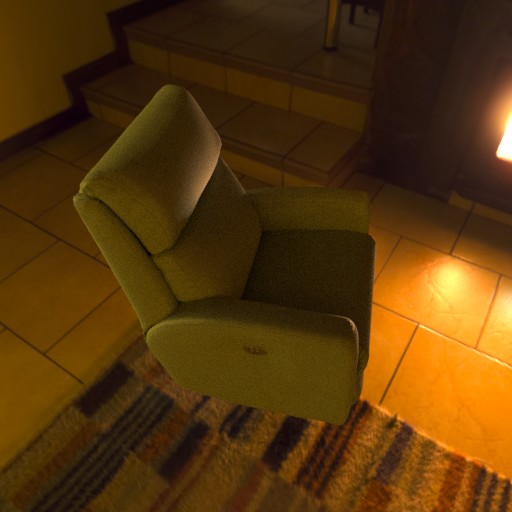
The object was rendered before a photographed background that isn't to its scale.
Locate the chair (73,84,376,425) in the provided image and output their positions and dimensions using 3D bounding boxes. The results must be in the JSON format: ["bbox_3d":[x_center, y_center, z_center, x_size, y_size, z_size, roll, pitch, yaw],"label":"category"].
[{"bbox_3d":[0.000,0.000,1.653,0.940,1.016,0.794,10,46,9],"label":"chair"}]
